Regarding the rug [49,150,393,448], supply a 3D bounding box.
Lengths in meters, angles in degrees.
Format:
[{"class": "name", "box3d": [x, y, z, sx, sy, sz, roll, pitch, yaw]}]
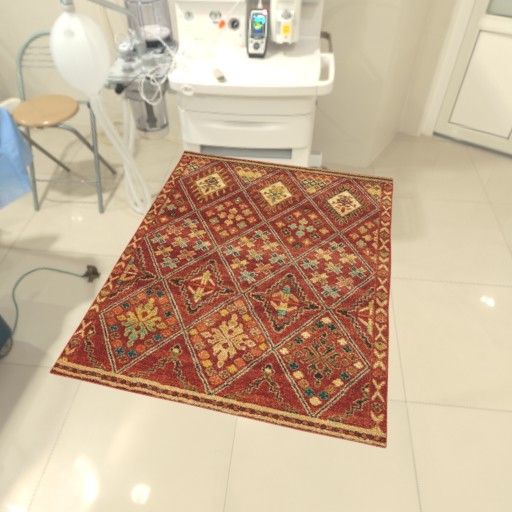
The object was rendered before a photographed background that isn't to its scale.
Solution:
[{"class": "rug", "box3d": [0.000, 0.000, 4.171, 2.489, 0.030, 3.086, 9, 47, 9]}]
